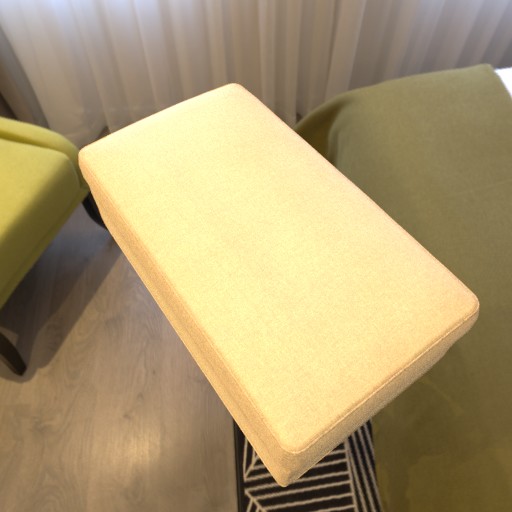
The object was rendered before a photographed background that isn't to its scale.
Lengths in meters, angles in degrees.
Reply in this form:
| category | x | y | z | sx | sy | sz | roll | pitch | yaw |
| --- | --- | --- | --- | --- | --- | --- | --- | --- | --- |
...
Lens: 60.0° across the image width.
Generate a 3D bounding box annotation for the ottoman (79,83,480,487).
| category | x | y | z | sx | sy | sz | roll | pitch | yaw |
| --- | --- | --- | --- | --- | --- | --- | --- | --- | --- |
| ottoman | 0.000 | 0.000 | 1.359 | 0.617 | 0.448 | 1.097 | -31 | 62 | -19 |
